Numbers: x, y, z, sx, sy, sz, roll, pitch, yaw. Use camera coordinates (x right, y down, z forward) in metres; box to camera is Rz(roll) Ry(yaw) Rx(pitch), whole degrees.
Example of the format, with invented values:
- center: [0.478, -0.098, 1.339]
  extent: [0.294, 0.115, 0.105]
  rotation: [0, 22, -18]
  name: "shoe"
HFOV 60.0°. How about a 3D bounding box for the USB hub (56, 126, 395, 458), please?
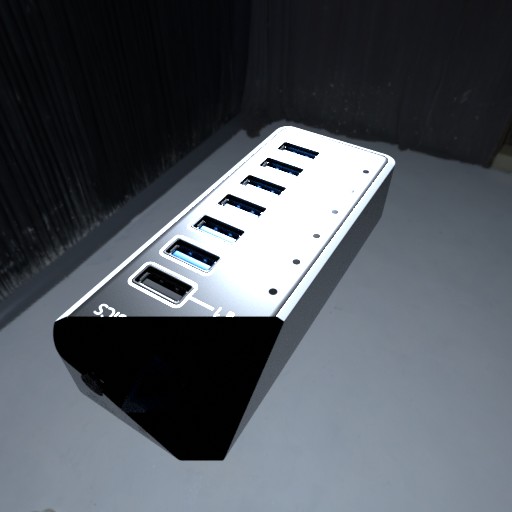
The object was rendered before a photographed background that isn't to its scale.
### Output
- center: [0.000, 0.000, 0.130]
  extent: [0.044, 0.023, 0.110]
  rotation: [24, 50, 22]
  name: "USB hub"
